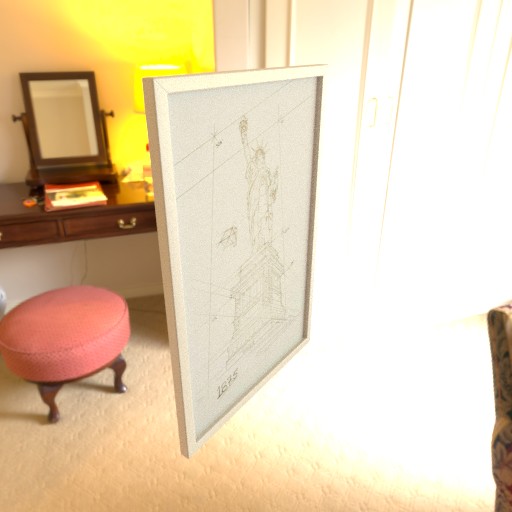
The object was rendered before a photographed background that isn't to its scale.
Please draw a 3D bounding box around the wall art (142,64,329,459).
[{"bbox_3d":[0.000,0.000,1.521,0.038,1.183,0.808,18,31,32],"label":"wall art"}]
